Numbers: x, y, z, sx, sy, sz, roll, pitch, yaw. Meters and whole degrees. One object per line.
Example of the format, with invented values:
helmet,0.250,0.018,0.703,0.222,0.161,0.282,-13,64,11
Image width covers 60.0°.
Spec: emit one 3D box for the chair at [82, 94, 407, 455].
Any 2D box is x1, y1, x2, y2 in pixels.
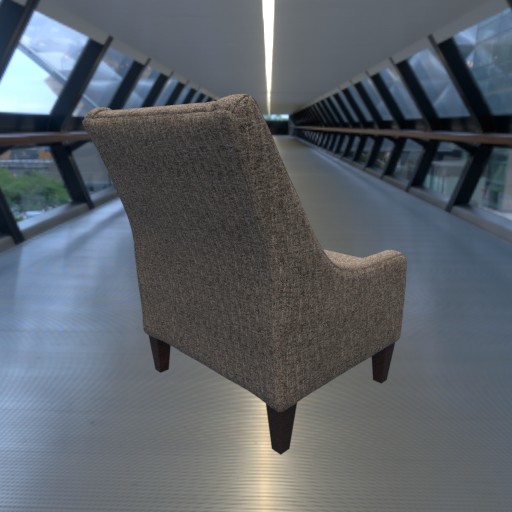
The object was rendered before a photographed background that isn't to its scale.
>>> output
chair,0.000,0.000,1.598,0.870,1.014,0.774,-14,21,-42
